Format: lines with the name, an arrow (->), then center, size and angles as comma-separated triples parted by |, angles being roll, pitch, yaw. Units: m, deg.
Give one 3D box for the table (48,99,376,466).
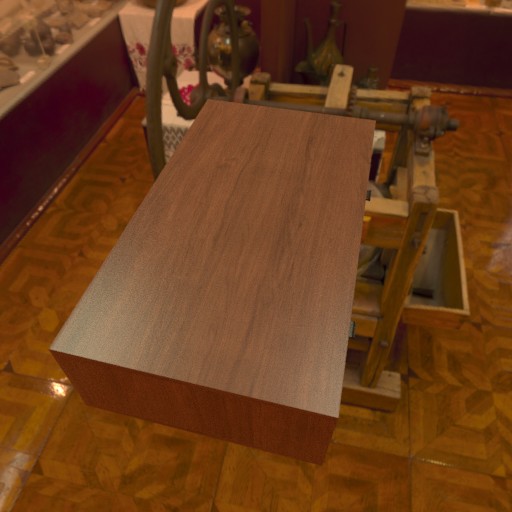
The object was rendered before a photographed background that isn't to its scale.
table -> 0.000, 0.000, 1.308 | 0.600, 0.380, 1.020 | 10, 49, 9
